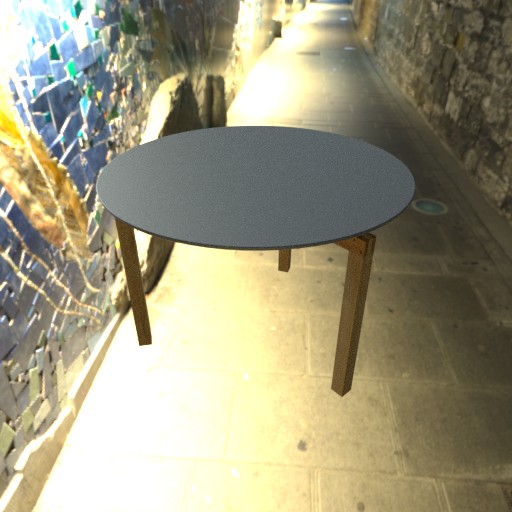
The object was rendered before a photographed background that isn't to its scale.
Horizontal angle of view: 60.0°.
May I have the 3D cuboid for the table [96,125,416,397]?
[{"bbox_3d":[0.000,0.000,0.978,0.600,0.405,0.600,0,32,0],"label":"table"}]
